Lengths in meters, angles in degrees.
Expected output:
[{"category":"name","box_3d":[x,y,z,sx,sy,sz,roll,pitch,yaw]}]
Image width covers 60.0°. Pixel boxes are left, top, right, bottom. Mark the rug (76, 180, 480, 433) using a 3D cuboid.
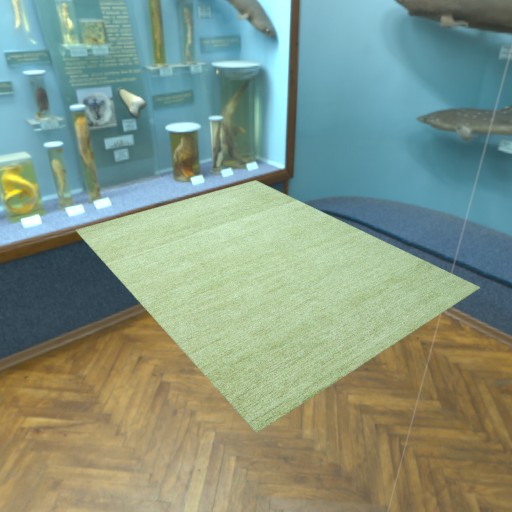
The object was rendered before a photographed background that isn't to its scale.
[{"category":"rug","box_3d":[0.000,0.000,4.283,2.425,0.016,3.198,-21,37,-31]}]
